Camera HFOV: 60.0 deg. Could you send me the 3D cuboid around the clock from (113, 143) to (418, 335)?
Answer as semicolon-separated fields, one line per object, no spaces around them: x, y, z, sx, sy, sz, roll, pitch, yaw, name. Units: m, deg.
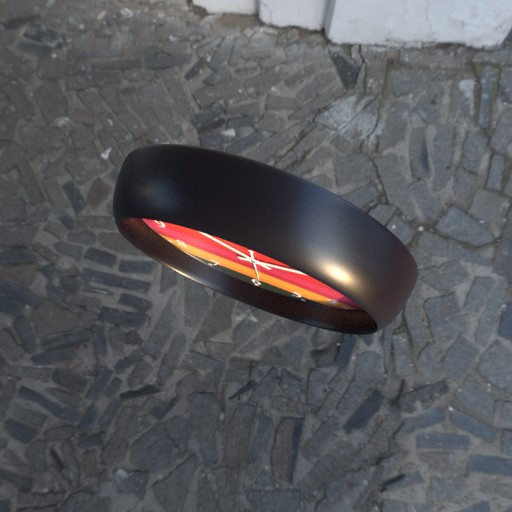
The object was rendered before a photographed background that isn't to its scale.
0.000;0.000;0.439;0.300;0.300;0.060;21;76;5;clock
